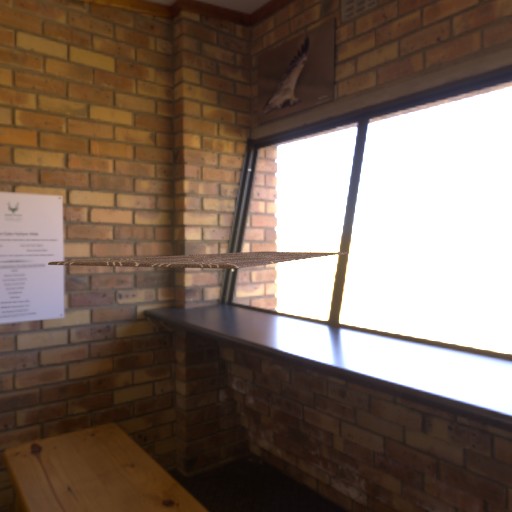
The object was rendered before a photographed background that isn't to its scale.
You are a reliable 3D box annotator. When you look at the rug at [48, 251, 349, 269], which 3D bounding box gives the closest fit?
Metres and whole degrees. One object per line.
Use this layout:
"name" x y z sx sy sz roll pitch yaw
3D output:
"rug" 0.000 0.000 2.690 0.773 0.012 2.464 1 2 20
